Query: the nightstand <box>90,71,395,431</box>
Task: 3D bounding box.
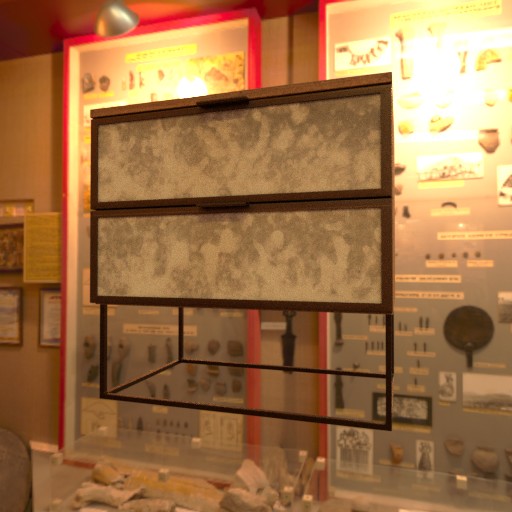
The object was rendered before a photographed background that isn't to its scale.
[{"bbox_3d":[0.000,0.000,1.016,0.605,0.611,0.427,0,-1,18],"label":"nightstand"}]
